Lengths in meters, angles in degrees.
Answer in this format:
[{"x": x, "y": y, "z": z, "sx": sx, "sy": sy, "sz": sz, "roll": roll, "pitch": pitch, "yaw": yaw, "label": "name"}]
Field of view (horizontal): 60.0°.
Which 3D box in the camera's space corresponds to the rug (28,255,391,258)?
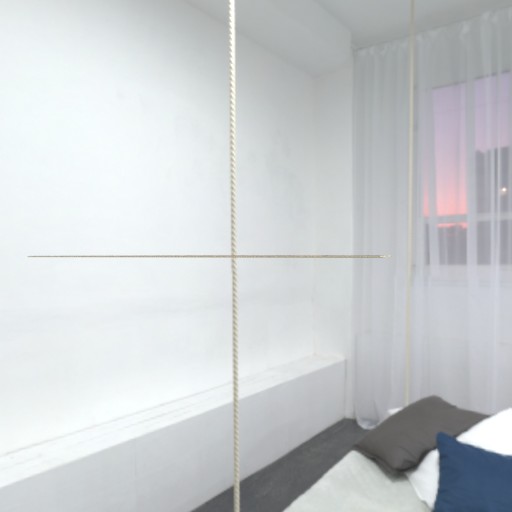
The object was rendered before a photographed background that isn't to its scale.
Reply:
[{"x": 0.000, "y": 0.000, "z": 4.102, "sx": 2.380, "sy": 0.008, "sz": 2.977, "roll": 0, "pitch": 0, "yaw": 18, "label": "rug"}]
